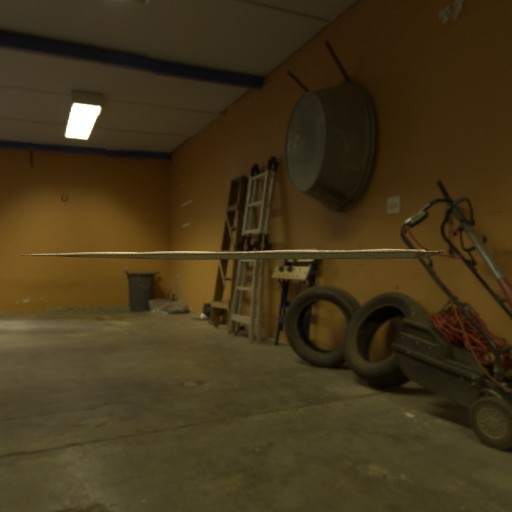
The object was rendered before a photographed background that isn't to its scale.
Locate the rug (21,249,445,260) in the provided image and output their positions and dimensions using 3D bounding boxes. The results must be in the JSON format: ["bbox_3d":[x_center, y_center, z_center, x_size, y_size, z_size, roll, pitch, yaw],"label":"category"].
[{"bbox_3d":[0.000,0.000,4.091,3.061,0.034,2.426,0,-1,19],"label":"rug"}]
